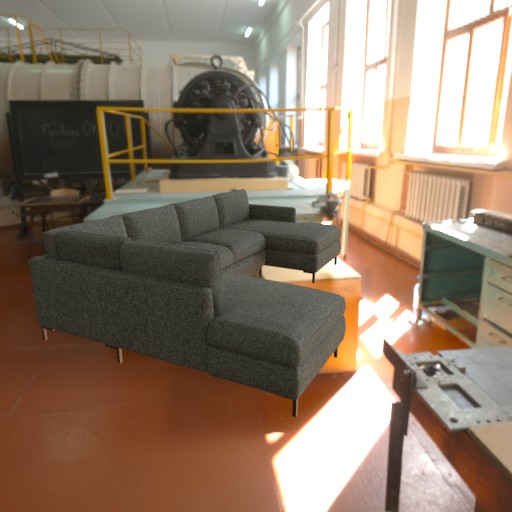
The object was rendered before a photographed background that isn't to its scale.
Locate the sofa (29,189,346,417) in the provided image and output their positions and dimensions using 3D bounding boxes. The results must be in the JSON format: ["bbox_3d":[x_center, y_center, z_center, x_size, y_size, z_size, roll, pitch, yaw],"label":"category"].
[{"bbox_3d":[0.000,0.000,3.583,1.879,0.756,2.737,8,17,26],"label":"sofa"}]
